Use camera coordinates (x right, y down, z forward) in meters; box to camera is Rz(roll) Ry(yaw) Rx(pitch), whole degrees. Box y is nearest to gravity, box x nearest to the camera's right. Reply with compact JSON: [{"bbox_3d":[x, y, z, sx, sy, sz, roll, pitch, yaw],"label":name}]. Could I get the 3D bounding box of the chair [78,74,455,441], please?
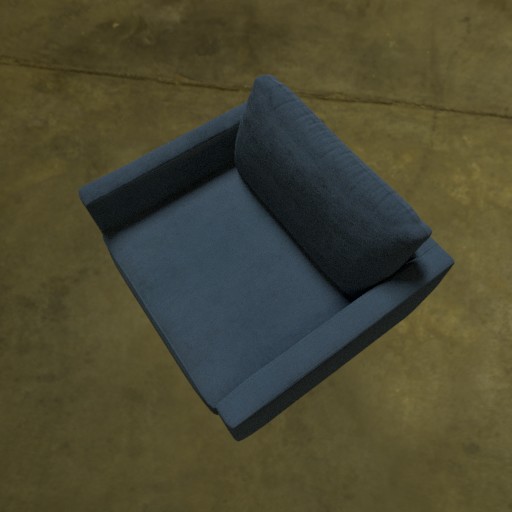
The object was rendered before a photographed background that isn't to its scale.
[{"bbox_3d":[0.000,0.000,1.618,0.875,0.812,0.964,-33,68,-15],"label":"chair"}]
